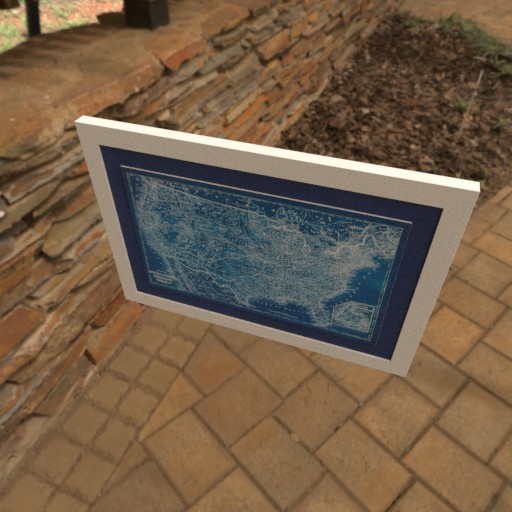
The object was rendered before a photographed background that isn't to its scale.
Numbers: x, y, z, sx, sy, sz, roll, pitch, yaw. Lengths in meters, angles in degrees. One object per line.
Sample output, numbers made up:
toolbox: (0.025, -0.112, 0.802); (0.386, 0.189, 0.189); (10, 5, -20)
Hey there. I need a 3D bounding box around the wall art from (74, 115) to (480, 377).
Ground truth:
wall art: (0.000, 0.000, 1.685); (1.308, 0.902, 0.051); (13, 44, 14)
